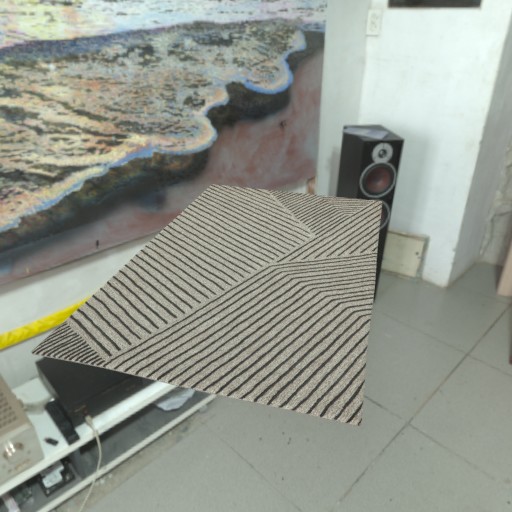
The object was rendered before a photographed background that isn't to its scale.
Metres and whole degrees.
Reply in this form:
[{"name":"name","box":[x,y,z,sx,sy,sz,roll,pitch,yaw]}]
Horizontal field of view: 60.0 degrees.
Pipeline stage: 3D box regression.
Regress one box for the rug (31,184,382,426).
[{"name":"rug","box":[0.000,0.000,2.918,1.539,0.023,2.406,8,30,14]}]
